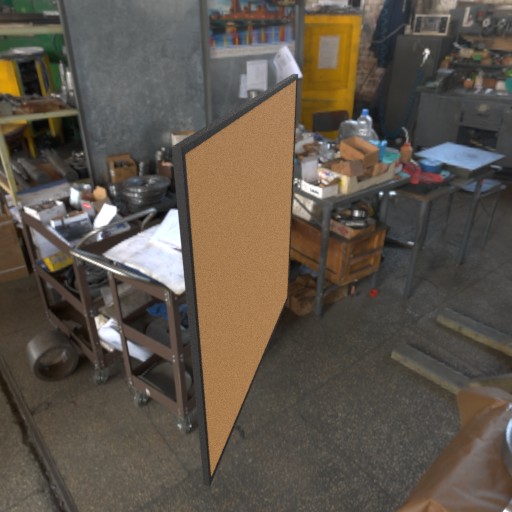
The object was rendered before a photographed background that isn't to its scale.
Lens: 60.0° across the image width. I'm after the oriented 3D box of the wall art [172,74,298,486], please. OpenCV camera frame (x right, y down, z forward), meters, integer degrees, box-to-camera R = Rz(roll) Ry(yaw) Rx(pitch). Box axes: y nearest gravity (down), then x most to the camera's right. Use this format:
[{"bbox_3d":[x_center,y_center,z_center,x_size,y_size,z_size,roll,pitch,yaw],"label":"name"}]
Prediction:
[{"bbox_3d":[0.000,0.000,0.972,0.015,0.663,0.664,9,31,15],"label":"wall art"}]
